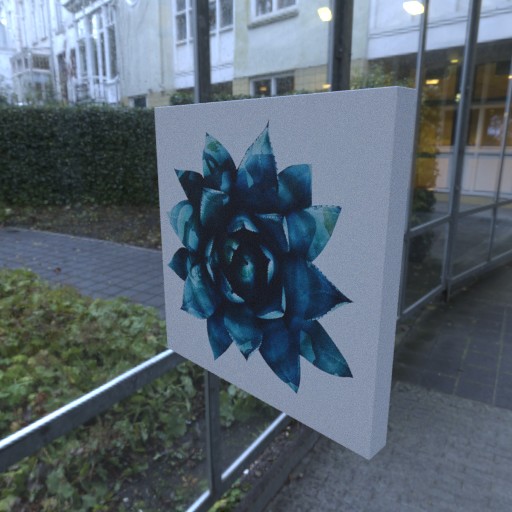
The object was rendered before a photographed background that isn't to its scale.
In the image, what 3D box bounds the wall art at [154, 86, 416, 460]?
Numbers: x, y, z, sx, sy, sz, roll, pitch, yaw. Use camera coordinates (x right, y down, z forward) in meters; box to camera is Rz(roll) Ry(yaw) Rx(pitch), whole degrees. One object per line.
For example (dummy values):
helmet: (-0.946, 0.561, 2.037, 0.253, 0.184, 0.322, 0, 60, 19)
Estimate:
wall art: (0.000, 0.000, 0.612, 0.406, 0.406, 0.038, 14, 20, 43)
